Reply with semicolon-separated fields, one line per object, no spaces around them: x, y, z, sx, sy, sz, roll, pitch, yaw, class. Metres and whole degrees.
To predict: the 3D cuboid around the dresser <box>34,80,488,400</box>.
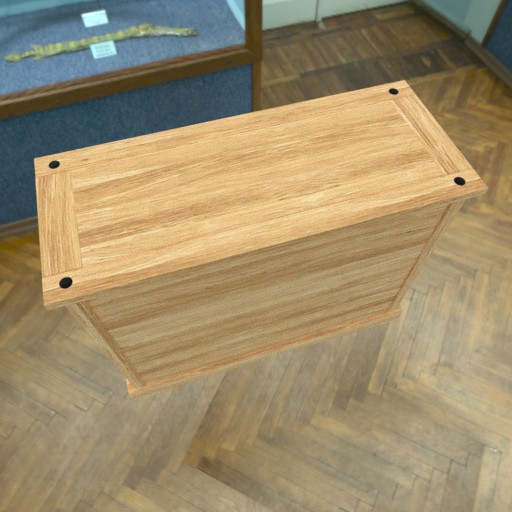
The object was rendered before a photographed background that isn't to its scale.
0.000;0.000;1.350;0.990;0.740;0.410;-15;59;-9;dresser
